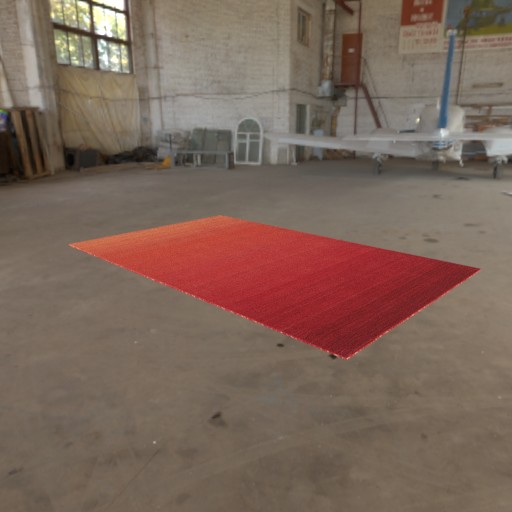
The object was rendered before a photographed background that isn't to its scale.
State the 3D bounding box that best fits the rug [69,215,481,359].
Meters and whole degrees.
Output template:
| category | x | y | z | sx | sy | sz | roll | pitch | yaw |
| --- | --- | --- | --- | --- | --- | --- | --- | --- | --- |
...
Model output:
| category | x | y | z | sx | sy | sz | roll | pitch | yaw |
| --- | --- | --- | --- | --- | --- | --- | --- | --- | --- |
| rug | 0.000 | 0.000 | 3.050 | 2.442 | 0.010 | 1.531 | 15 | 22 | 42 |
